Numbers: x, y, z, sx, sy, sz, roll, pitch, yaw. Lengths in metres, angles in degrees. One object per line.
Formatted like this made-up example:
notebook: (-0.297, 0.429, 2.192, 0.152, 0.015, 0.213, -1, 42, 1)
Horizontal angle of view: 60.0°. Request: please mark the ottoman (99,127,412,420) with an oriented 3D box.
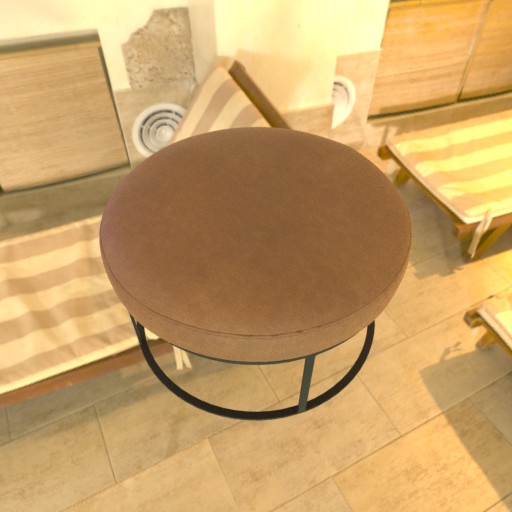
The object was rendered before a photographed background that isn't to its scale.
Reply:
ottoman: (0.000, 0.000, 1.231, 0.771, 0.460, 0.771, 0, 46, 0)
